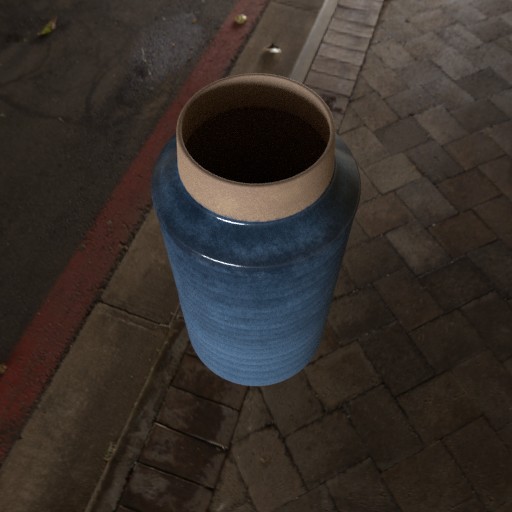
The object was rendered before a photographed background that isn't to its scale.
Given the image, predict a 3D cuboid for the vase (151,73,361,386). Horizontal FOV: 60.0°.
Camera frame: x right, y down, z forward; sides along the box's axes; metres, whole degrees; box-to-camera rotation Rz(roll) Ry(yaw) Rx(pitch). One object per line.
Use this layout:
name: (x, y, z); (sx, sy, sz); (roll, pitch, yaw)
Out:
vase: (0.000, 0.000, 0.403); (0.163, 0.316, 0.163); (0, 60, 0)
